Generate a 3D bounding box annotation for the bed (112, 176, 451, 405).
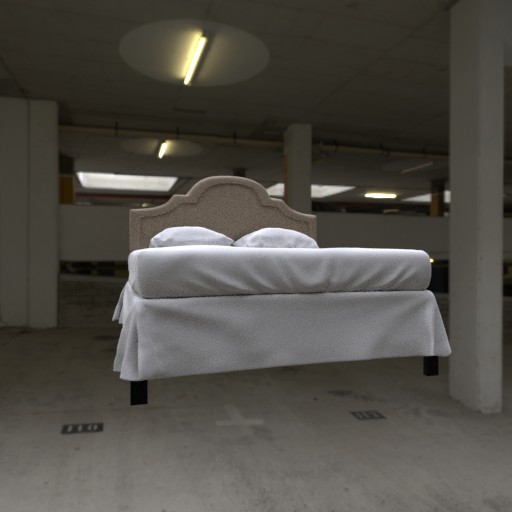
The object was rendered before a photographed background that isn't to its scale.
[{"bbox_3d":[0.000,0.000,3.690,2.303,1.631,2.222,0,0,-17],"label":"bed"}]
